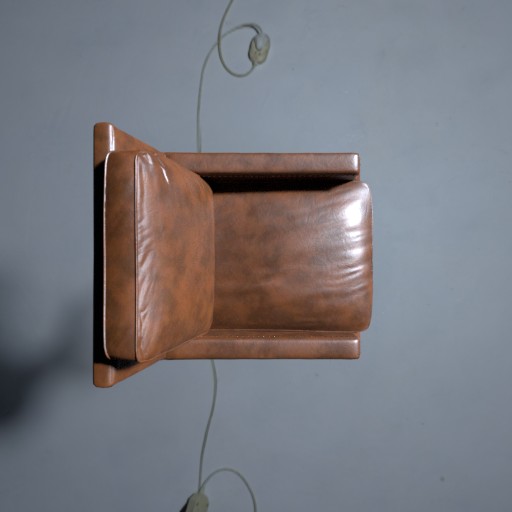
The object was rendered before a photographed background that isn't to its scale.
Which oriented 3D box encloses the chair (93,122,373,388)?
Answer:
[{"bbox_3d":[0.000,0.000,1.853,1.035,1.054,0.854,0,90,1],"label":"chair"}]
